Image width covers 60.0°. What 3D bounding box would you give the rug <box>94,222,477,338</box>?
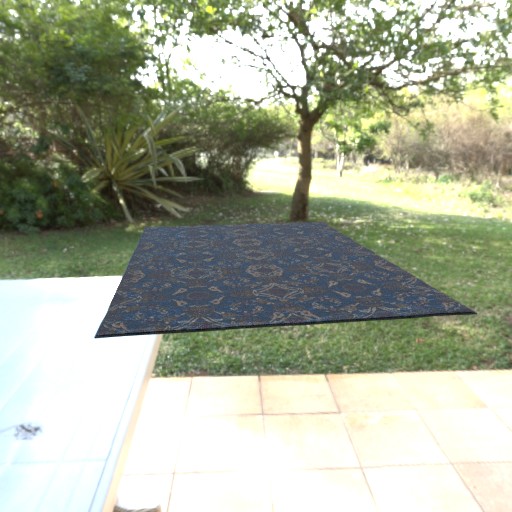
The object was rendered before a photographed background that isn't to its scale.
[{"bbox_3d":[0.000,0.000,2.825,1.567,0.014,2.207,-2,15,-9],"label":"rug"}]
